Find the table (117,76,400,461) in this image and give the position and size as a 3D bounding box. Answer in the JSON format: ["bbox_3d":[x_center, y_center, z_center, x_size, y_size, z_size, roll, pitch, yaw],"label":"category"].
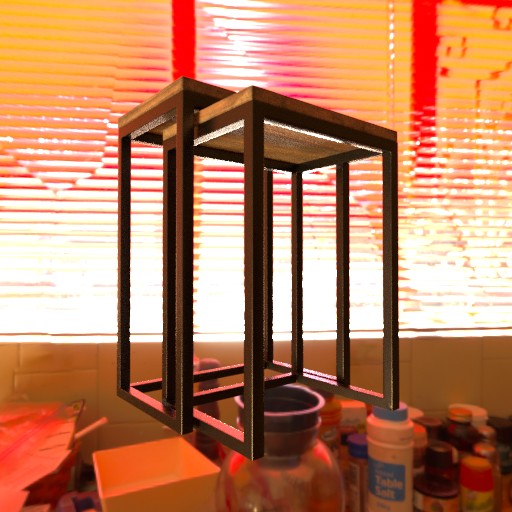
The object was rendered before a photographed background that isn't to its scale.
[{"bbox_3d":[0.000,0.000,0.949,0.456,0.615,0.460,1,-1,-37],"label":"table"}]
